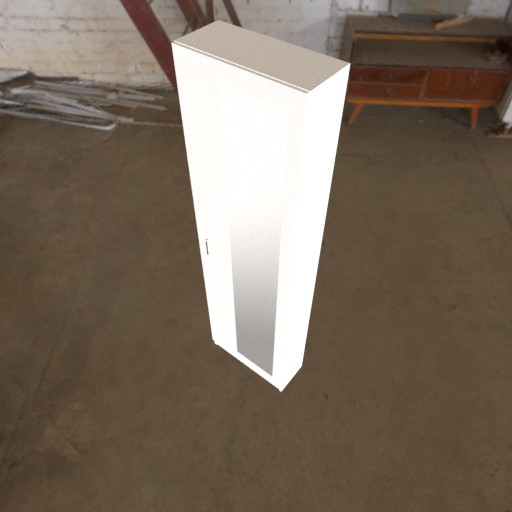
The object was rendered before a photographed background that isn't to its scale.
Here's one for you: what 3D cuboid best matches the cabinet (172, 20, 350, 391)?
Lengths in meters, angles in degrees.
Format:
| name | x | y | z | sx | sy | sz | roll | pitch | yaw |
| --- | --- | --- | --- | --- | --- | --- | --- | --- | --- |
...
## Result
| name | x | y | z | sx | sy | sz | roll | pitch | yaw |
| --- | --- | --- | --- | --- | --- | --- | --- | --- | --- |
| cabinet | 0.000 | 0.000 | 1.968 | 0.500 | 1.790 | 0.230 | 31 | 55 | 24 |
